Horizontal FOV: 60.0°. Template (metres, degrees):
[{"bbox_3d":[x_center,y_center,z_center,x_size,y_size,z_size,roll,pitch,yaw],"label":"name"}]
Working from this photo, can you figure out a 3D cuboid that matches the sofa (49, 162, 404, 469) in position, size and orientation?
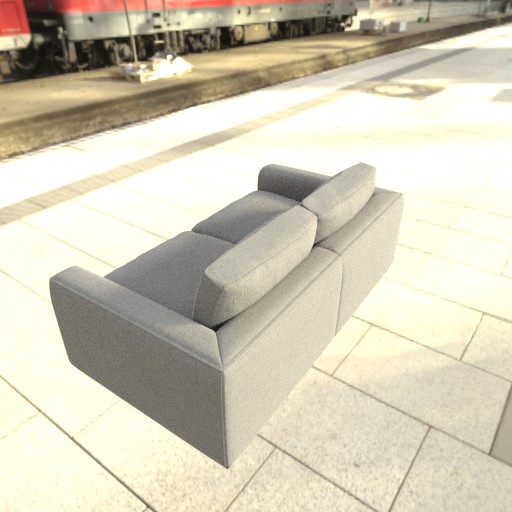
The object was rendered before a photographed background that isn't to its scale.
[{"bbox_3d":[0.000,0.000,2.509,1.069,0.800,1.920,20,37,29],"label":"sofa"}]
